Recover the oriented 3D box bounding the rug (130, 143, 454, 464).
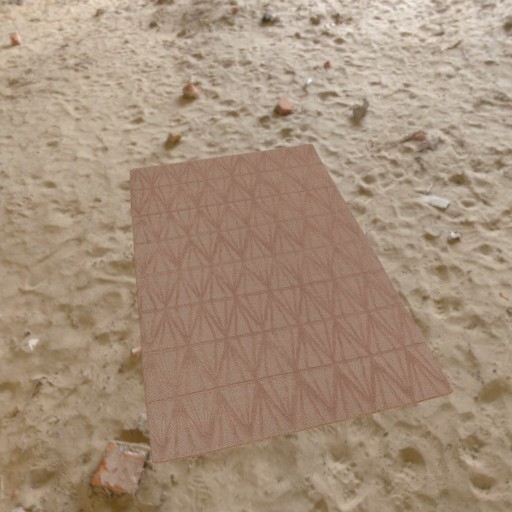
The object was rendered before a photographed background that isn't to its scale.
[{"bbox_3d":[0.000,0.000,2.304,1.230,0.025,1.837,-10,48,-9],"label":"rug"}]
